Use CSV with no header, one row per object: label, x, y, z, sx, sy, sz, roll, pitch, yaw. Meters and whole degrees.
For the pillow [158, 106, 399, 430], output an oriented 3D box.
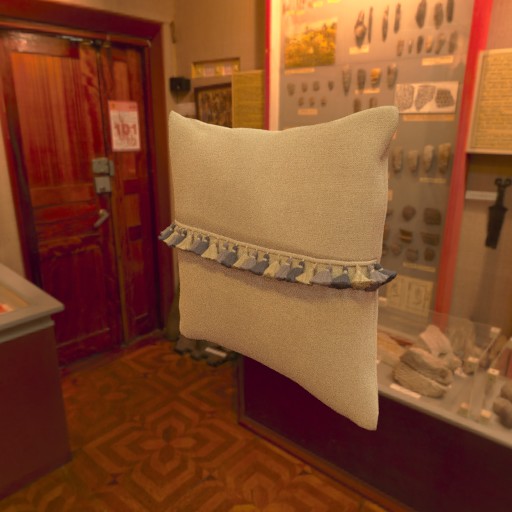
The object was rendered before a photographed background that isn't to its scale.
pillow,0.000,0.000,0.761,0.489,0.481,0.165,15,22,40
